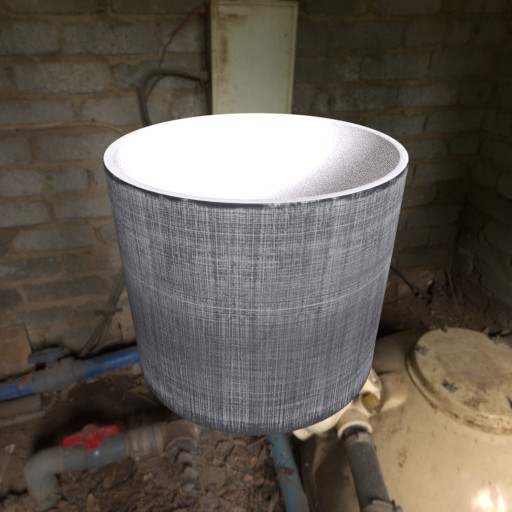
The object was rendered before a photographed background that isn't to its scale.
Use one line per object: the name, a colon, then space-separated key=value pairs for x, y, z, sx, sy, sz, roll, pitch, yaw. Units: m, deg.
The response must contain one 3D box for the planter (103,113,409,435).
planter: x=0.000 y=0.000 z=0.438 sx=0.254 sy=0.221 sz=0.254 roll=0 pitch=30 yaw=0
